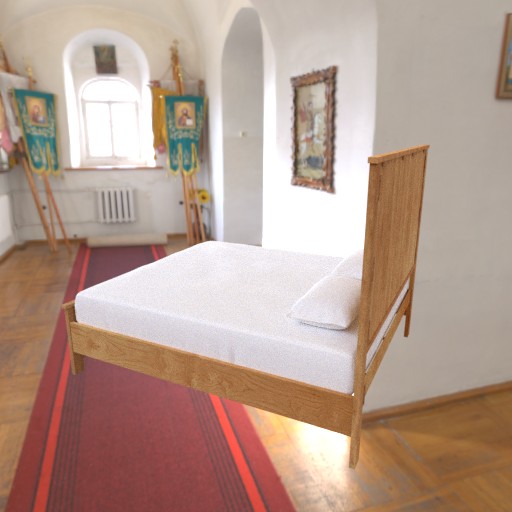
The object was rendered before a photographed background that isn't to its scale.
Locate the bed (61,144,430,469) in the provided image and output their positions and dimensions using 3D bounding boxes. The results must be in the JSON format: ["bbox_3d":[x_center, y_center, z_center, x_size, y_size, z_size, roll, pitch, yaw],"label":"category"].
[{"bbox_3d":[0.000,0.000,4.031,2.530,1.938,2.225,8,18,26],"label":"bed"}]
